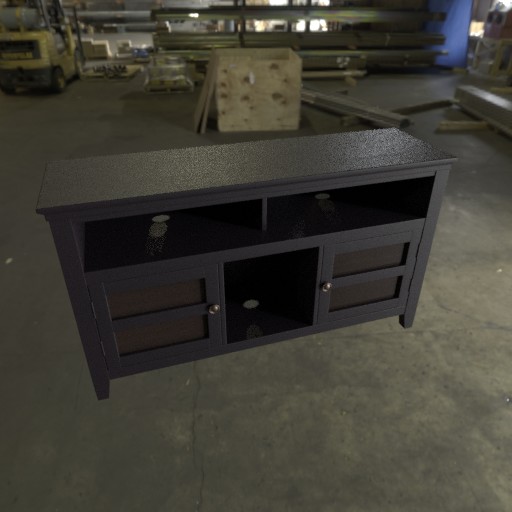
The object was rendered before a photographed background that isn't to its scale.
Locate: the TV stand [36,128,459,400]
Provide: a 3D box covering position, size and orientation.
[{"bbox_3d":[0.000,0.000,1.512,1.198,0.681,0.347,-10,33,-15],"label":"TV stand"}]
